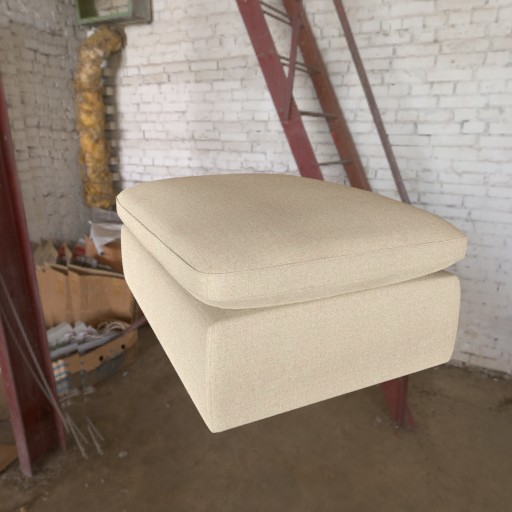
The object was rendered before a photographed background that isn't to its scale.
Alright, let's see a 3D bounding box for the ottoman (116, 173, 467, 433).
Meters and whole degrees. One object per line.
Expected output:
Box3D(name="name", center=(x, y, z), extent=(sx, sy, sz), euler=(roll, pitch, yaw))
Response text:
Box3D(name="ottoman", center=(0.000, 0.000, 1.341), extent=(0.686, 0.453, 0.984), euler=(-8, 19, -24))
